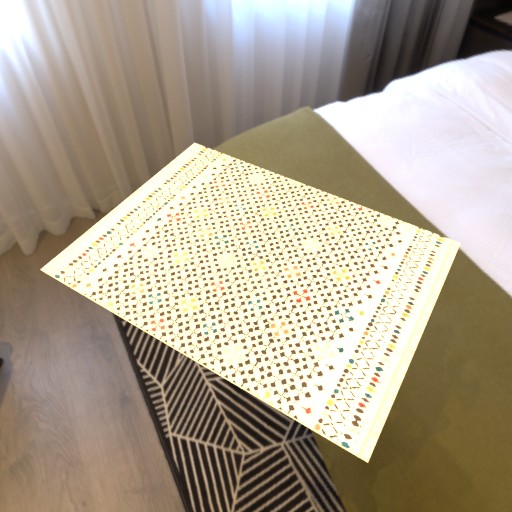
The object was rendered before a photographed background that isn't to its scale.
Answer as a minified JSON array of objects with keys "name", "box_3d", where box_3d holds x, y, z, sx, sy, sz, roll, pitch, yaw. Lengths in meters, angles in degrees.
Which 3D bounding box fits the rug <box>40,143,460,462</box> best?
[{"name":"rug","box_3d":[0.000,0.000,2.033,1.556,0.006,1.146,25,53,20]}]
